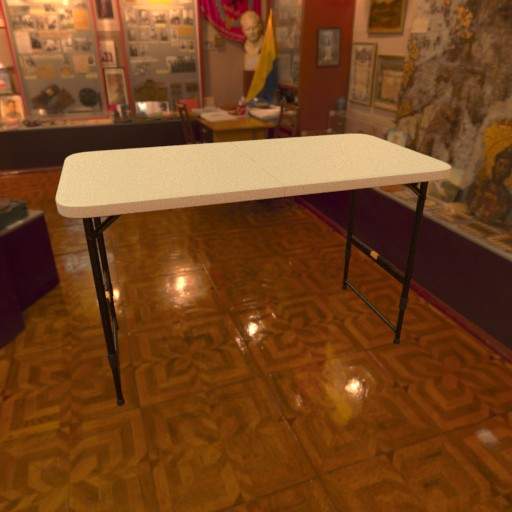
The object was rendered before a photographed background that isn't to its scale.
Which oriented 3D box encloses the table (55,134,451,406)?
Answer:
[{"bbox_3d":[0.000,0.000,1.679,1.245,0.737,0.611,-8,28,-16],"label":"table"}]
